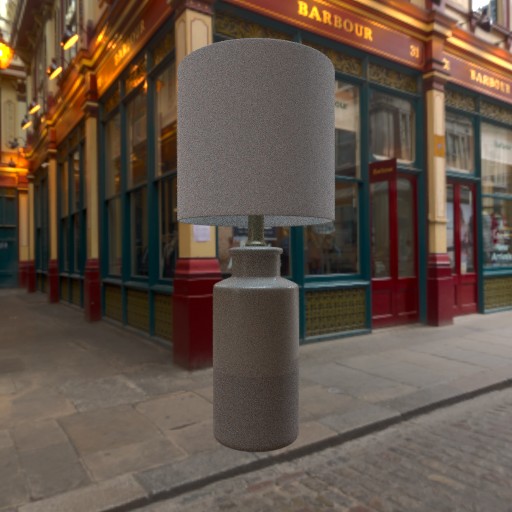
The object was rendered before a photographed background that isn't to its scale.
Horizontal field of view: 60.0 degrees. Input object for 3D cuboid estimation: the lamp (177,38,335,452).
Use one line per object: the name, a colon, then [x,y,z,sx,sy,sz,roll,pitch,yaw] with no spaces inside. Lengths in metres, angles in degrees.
lamp: [0.000,0.000,0.607,0.212,0.493,0.212,0,0,-35]
